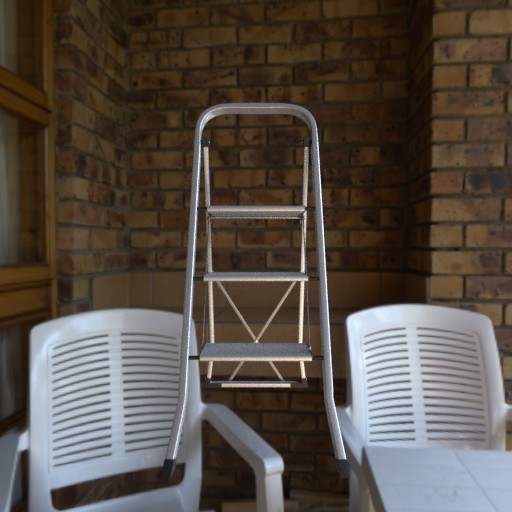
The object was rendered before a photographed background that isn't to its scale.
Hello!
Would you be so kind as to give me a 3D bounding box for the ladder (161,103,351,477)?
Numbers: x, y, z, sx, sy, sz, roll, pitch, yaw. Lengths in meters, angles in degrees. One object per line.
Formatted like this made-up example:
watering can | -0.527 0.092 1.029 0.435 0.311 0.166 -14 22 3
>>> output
ladder | 0.000 0.000 1.424 0.465 1.070 0.704 0 1 0
